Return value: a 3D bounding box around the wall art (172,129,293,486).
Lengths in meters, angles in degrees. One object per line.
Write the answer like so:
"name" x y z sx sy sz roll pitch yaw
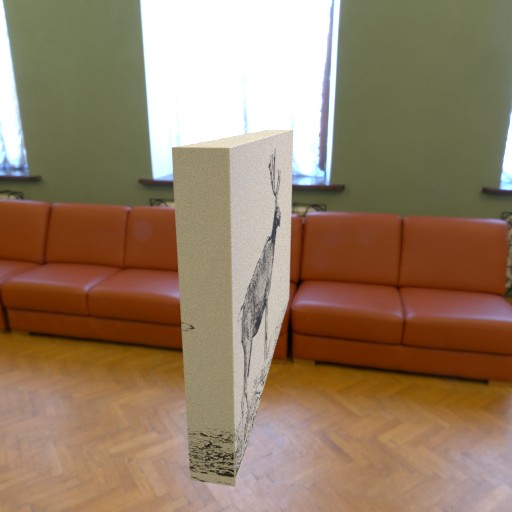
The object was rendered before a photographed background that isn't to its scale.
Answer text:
"wall art" 0.000 0.000 0.490 0.038 0.259 0.381 3 18 10
